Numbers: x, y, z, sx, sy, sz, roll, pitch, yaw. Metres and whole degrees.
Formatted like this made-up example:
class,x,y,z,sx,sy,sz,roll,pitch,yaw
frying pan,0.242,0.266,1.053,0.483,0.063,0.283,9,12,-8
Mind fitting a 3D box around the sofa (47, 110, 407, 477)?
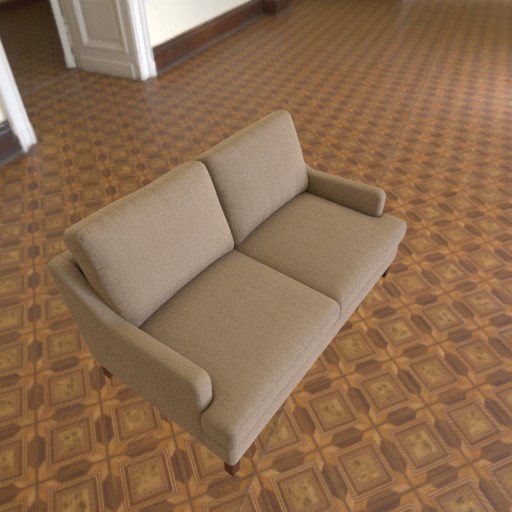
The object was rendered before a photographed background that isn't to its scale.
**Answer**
class,x,y,z,sx,sy,sz,roll,pitch,yaw
sofa,0.000,0.000,2.248,1.004,0.910,1.619,26,47,27
